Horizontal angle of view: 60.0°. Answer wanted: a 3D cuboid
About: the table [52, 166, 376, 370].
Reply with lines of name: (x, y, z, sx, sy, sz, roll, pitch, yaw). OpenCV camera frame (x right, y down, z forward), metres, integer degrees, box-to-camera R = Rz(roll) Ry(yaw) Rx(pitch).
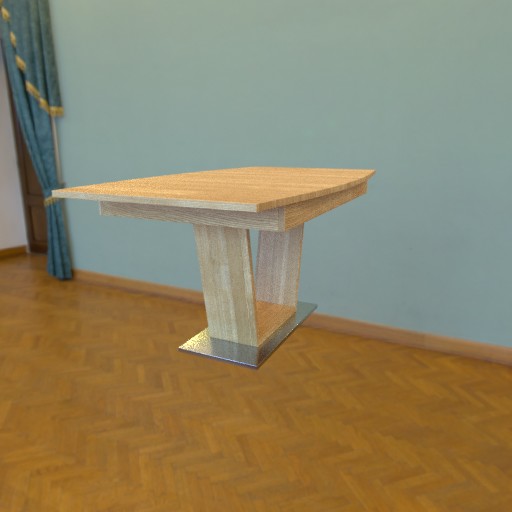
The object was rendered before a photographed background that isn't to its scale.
table: (0.000, 0.000, 2.134, 0.900, 0.748, 1.598, 7, 16, 25)
